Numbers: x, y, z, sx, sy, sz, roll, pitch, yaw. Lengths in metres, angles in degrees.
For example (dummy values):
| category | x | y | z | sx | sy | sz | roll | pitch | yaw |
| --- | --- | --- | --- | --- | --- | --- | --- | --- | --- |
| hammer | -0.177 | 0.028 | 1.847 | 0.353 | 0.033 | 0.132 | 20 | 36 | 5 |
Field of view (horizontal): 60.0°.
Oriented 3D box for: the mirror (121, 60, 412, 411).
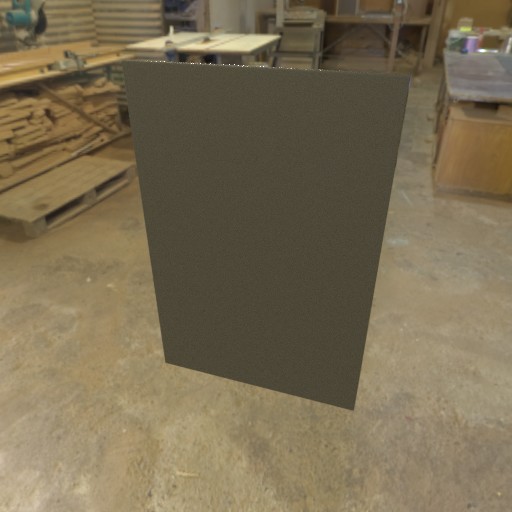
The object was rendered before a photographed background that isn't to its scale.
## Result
| category | x | y | z | sx | sy | sz | roll | pitch | yaw |
| --- | --- | --- | --- | --- | --- | --- | --- | --- | --- |
| mirror | 0.000 | 0.000 | 1.147 | 0.613 | 0.914 | 0.039 | 10 | 33 | 16 |
